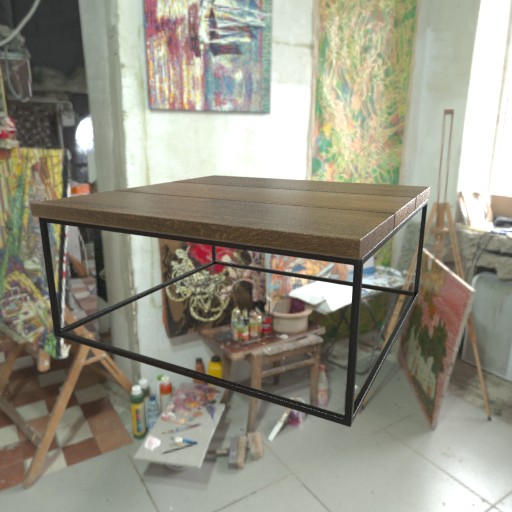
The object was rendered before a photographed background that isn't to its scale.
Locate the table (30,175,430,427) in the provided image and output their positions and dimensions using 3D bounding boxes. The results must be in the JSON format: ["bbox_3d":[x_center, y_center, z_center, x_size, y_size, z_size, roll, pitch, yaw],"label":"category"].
[{"bbox_3d":[0.000,0.000,1.425,0.900,0.400,0.900,8,18,27],"label":"table"}]
